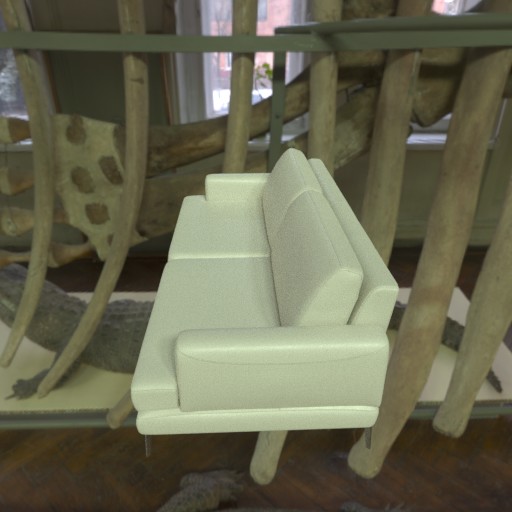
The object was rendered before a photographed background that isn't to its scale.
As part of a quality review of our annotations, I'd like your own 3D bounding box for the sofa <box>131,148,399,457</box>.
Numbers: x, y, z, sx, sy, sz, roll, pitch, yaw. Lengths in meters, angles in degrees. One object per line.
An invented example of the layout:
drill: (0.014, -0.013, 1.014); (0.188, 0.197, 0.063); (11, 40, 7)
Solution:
sofa: (0.000, 0.000, 2.400); (0.974, 0.765, 1.940); (-1, 28, -2)
